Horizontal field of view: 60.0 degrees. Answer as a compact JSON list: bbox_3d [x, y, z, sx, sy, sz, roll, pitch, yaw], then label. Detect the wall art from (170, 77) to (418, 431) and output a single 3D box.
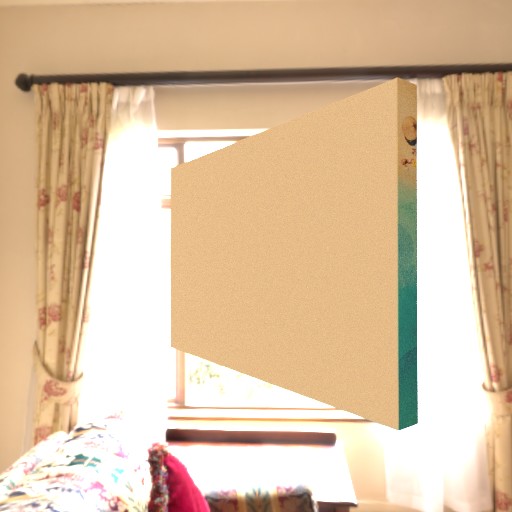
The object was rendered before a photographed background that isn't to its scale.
[{"bbox_3d":[0.000,0.000,0.765,0.039,0.406,0.609,0,-1,-36],"label":"wall art"}]
